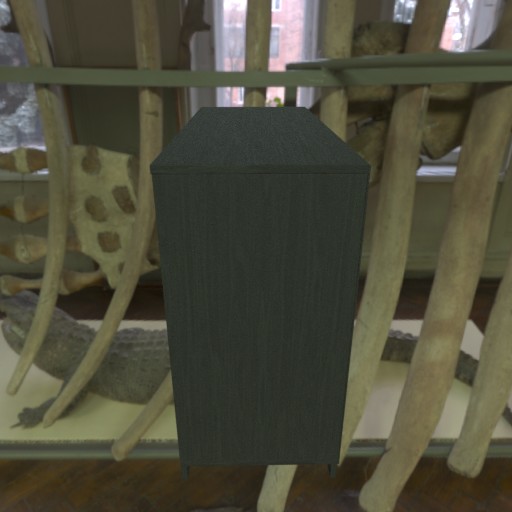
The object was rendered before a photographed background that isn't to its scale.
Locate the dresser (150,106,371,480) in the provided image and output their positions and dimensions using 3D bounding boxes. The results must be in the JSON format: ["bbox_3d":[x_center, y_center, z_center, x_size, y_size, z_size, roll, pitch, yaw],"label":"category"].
[{"bbox_3d":[0.000,0.000,1.428,0.404,0.816,0.994,0,24,-1],"label":"dresser"}]
